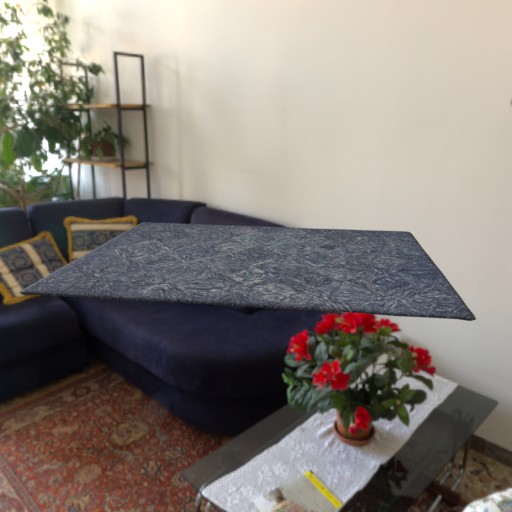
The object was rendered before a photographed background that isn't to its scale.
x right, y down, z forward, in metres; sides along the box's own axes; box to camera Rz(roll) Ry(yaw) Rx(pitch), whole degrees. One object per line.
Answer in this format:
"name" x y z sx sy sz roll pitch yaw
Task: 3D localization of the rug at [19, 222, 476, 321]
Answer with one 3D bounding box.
"rug" 0.000 0.000 4.191 3.245 0.024 2.385 2 17 8
